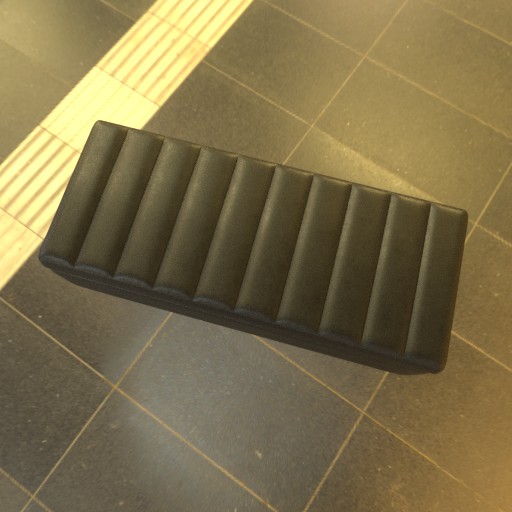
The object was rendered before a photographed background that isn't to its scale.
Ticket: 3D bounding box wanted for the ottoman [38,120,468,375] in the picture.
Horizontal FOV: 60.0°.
[{"bbox_3d":[0.000,0.000,1.441,1.151,0.469,0.482,15,74,4],"label":"ottoman"}]
